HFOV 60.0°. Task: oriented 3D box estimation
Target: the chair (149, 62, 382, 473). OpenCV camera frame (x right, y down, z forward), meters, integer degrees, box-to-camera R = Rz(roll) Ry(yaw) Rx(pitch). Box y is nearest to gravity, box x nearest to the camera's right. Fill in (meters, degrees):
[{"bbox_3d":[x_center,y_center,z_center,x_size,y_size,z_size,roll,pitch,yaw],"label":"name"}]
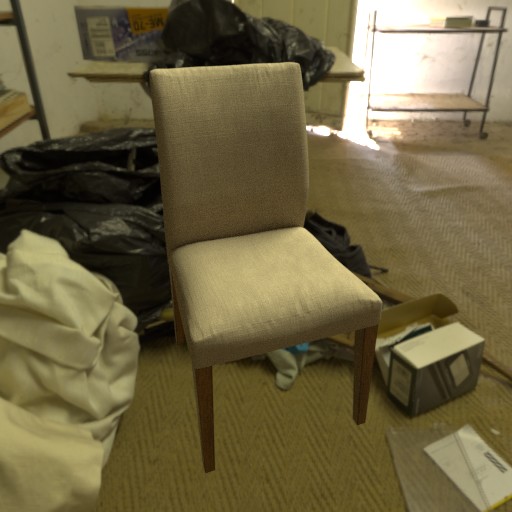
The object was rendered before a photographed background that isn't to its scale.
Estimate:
[{"bbox_3d":[0.000,0.000,1.260,0.496,0.940,0.585,-10,33,-16],"label":"chair"}]
